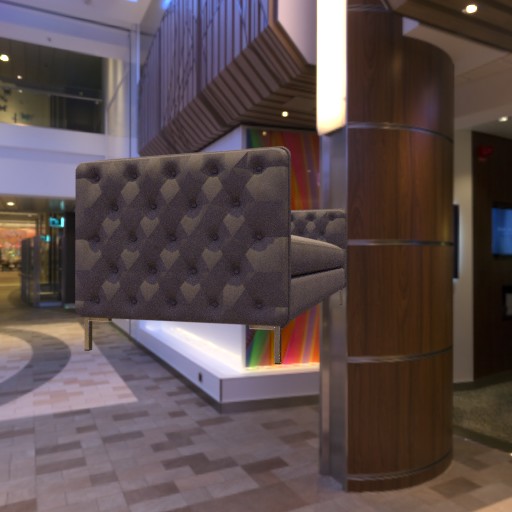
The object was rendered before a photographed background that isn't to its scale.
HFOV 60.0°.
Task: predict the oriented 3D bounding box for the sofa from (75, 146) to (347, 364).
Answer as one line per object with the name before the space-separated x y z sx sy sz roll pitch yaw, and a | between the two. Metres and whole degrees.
sofa | 0.000 0.000 2.681 0.895 0.771 2.209 0 0 17
